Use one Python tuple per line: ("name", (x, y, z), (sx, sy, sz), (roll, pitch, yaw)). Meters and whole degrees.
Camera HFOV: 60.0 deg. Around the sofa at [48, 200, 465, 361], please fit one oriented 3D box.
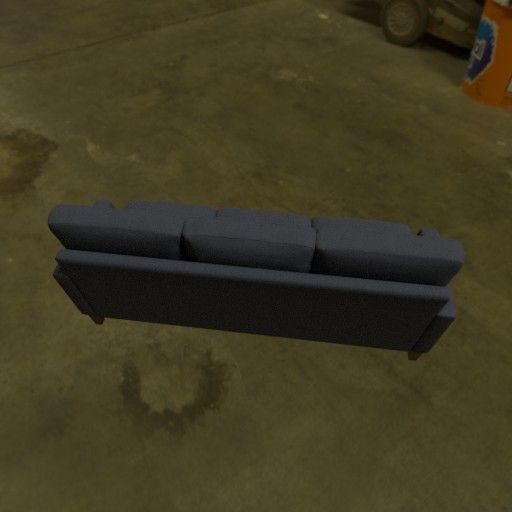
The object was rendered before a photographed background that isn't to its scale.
("sofa", (0.000, 0.000, 2.649), (2.115, 0.984, 0.888), (6, 46, 5))
